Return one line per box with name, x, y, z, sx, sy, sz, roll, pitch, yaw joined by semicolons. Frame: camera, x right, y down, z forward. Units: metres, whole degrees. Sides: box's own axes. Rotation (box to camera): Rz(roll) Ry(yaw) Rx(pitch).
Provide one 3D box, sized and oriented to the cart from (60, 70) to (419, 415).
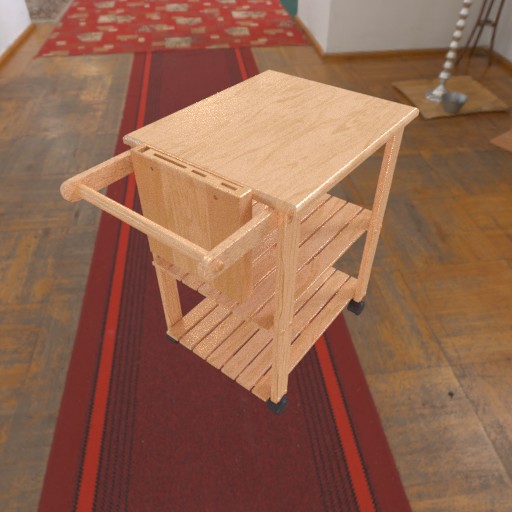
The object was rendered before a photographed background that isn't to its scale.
cart;0.000;0.000;1.366;0.520;0.816;0.843;27;48;27
